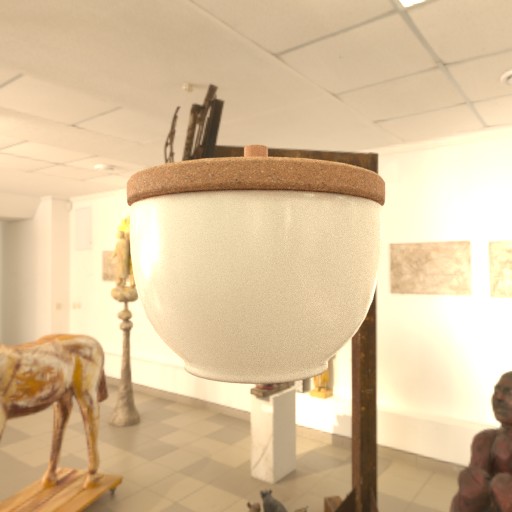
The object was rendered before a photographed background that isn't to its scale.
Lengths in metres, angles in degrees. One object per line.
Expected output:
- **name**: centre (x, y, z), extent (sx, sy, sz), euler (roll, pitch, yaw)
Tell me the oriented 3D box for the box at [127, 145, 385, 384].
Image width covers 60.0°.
- **box**: centre (0.000, 0.000, 0.191), extent (0.107, 0.094, 0.107), euler (0, -1, 0)
